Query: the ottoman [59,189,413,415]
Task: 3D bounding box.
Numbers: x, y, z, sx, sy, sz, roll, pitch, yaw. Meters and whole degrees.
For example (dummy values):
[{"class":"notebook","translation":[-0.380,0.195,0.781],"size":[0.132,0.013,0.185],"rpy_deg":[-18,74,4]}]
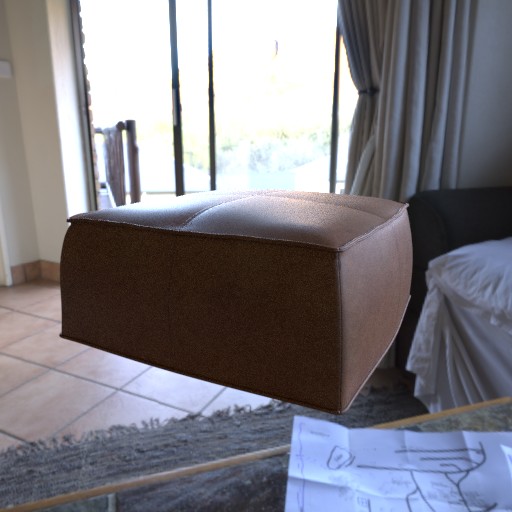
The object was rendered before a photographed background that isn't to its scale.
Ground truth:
[{"class":"ottoman","translation":[0.000,0.000,1.421],"size":[0.901,0.395,0.902],"rpy_deg":[7,16,27]}]
